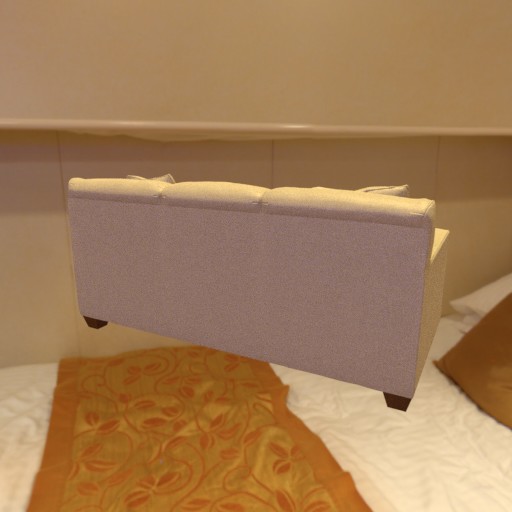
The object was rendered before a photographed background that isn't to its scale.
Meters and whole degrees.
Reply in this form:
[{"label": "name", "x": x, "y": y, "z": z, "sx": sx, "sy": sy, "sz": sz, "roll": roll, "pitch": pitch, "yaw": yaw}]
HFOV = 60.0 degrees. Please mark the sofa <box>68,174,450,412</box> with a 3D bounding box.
[{"label": "sofa", "x": 0.000, "y": 0.000, "z": 2.622, "sx": 2.024, "sy": 0.958, "sz": 0.997, "roll": 8, "pitch": 16, "yaw": 27}]
